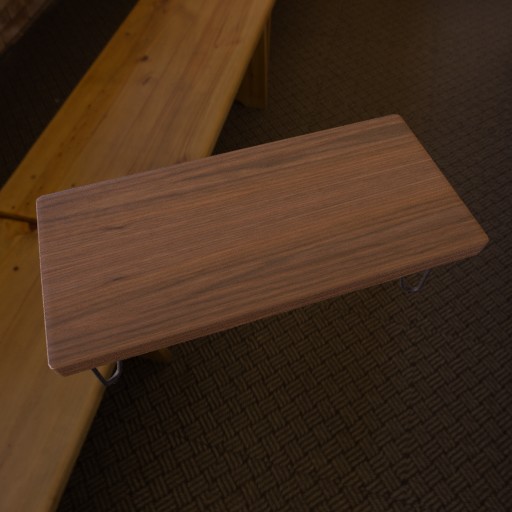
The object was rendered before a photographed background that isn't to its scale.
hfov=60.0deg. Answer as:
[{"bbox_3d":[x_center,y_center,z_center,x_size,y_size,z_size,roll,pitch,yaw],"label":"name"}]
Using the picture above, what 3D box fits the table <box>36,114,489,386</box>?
[{"bbox_3d":[0.000,0.000,1.657,1.375,0.468,0.637,-15,59,-9],"label":"table"}]
